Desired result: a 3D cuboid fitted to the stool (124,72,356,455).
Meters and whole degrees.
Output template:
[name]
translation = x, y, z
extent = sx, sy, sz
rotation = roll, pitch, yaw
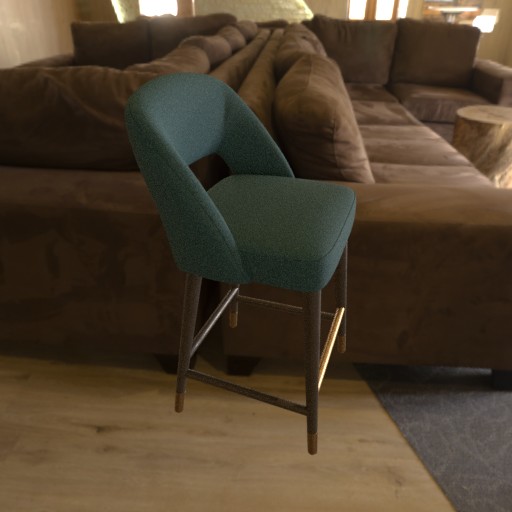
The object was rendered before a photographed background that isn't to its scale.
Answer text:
[stool]
translation = 0.000, 0.000, 1.259
extent = 0.522, 0.939, 0.536
rotation = 10, 32, 17
